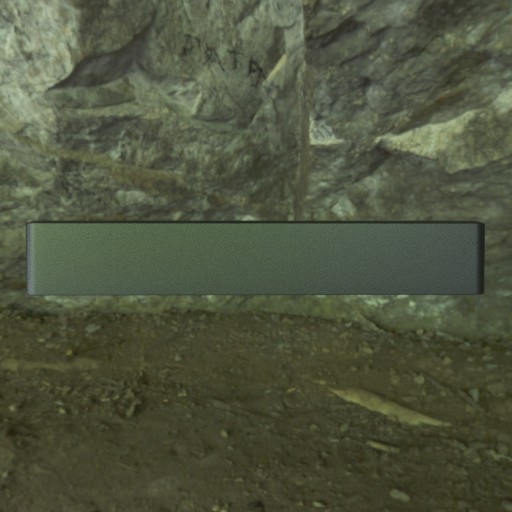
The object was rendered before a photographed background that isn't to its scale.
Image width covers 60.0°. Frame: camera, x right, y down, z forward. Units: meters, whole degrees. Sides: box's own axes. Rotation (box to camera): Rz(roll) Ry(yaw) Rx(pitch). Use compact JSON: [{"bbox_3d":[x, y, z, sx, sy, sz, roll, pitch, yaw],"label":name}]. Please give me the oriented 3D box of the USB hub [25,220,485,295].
[{"bbox_3d":[0.000,0.000,0.158,0.145,0.023,0.044,0,1,-1],"label":"USB hub"}]
